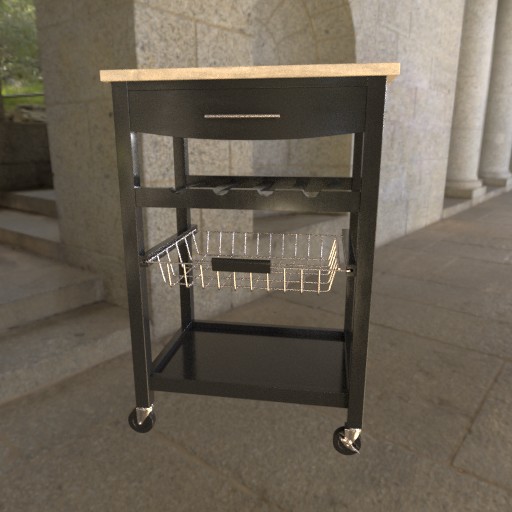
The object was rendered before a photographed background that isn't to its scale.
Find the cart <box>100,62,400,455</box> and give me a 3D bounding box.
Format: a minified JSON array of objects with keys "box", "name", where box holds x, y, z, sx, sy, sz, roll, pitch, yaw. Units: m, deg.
[{"box":[0.000,0.000,1.128,0.584,0.839,0.403,2,15,9],"name":"cart"}]
